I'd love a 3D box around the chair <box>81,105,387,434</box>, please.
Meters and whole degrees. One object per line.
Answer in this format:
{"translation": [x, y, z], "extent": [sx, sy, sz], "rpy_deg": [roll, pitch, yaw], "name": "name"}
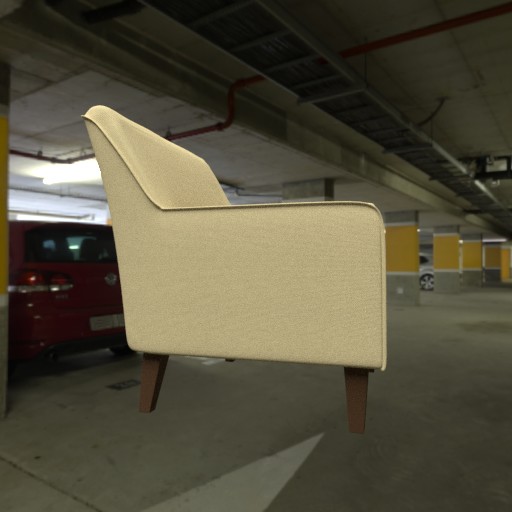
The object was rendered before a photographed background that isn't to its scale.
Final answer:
{"translation": [0.000, 0.000, 1.578], "extent": [0.899, 0.919, 0.780], "rpy_deg": [0, -1, 17], "name": "chair"}
